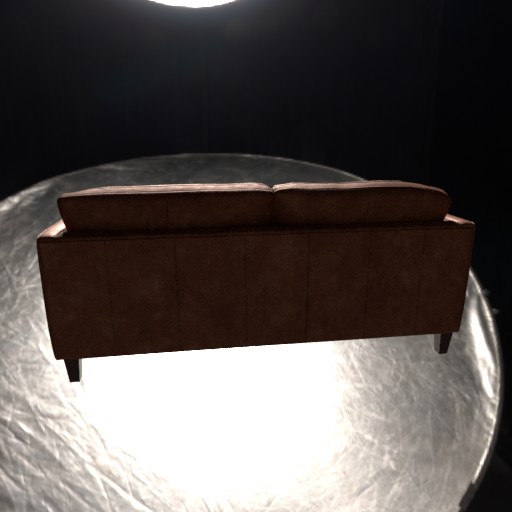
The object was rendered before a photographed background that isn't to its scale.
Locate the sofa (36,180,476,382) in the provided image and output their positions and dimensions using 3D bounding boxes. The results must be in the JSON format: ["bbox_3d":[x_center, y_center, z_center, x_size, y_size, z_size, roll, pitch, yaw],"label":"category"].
[{"bbox_3d":[0.000,0.000,2.426,1.971,0.863,0.923,-2,16,-8],"label":"sofa"}]
